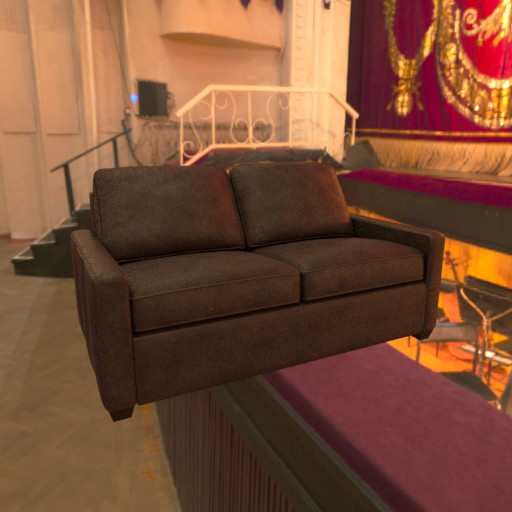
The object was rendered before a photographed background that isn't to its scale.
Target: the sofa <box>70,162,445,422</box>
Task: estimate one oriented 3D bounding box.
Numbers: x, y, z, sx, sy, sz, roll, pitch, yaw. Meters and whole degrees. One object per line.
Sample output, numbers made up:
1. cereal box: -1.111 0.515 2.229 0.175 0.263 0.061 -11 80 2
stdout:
1. sofa: 0.000 0.000 2.311 1.732 0.916 0.939 -7 16 -26
